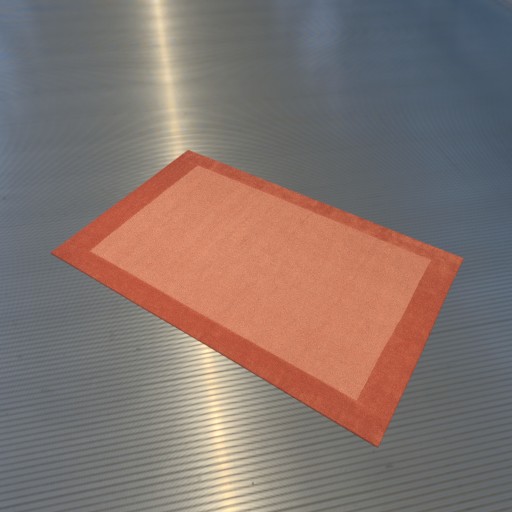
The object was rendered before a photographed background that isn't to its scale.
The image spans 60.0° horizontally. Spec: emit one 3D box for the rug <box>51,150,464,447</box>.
[{"bbox_3d":[0.000,0.000,3.080,2.438,0.014,1.524,25,52,22],"label":"rug"}]
